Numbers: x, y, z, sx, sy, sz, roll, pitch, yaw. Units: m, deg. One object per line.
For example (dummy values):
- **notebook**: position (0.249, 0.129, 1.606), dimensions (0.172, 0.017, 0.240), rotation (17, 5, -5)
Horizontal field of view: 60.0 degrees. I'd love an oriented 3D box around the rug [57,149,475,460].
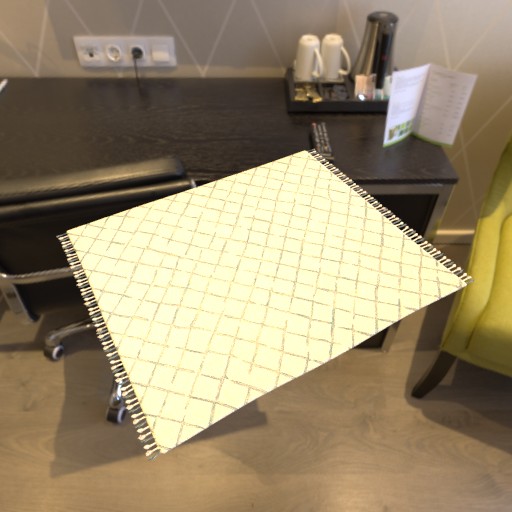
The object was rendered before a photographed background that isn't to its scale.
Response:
- **rug**: position (0.000, 0.000, 4.807), dimensions (3.585, 0.036, 2.892), rotation (-23, 50, -21)
